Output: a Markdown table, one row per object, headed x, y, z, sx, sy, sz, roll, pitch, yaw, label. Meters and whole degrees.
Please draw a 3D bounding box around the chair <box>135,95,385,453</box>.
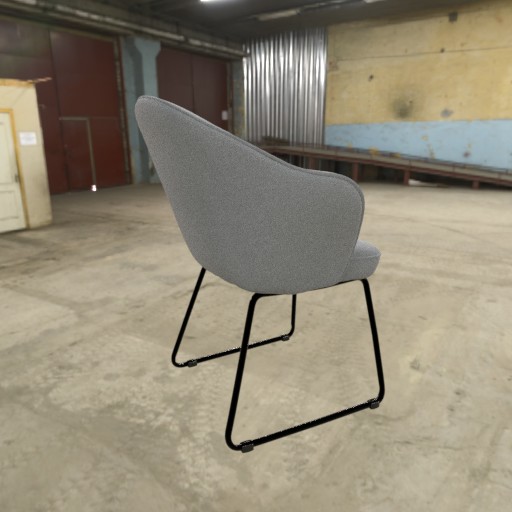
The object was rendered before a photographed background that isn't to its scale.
| x | y | z | sx | sy | sz | roll | pitch | yaw | label |
| --- | --- | --- | --- | --- | --- | --- | --- | --- | --- |
| 0.000 | 0.000 | 1.232 | 0.592 | 0.817 | 0.570 | -8 | 17 | -27 | chair |
